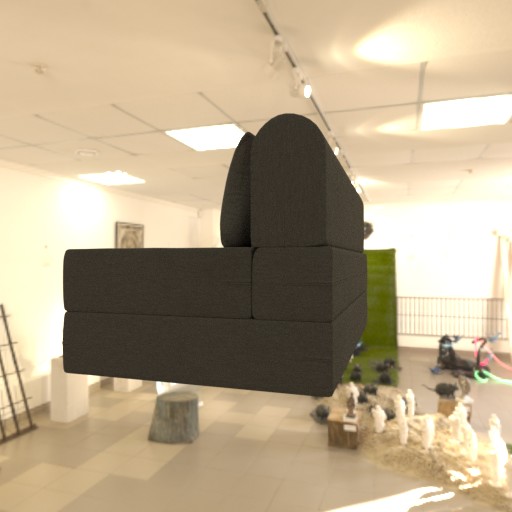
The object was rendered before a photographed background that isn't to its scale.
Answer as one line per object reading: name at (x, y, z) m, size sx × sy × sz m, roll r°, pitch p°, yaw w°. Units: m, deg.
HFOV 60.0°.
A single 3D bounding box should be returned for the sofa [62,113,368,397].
sofa at (0.000, 0.000, 1.717) m, size 0.762 × 0.670 × 1.225 m, roll 0°, pitch -1°, yaw 18°
